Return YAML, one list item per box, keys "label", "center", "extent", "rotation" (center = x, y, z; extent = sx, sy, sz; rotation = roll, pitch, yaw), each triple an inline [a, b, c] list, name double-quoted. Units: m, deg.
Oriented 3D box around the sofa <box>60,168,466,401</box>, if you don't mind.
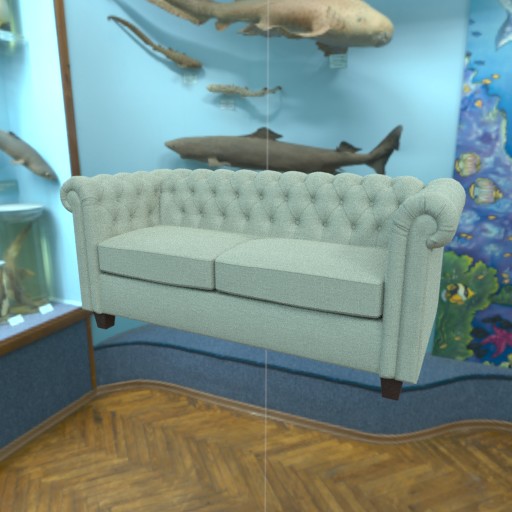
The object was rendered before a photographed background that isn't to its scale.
- label: "sofa"
  center: [0.000, 0.000, 2.191]
  extent: [1.798, 0.797, 0.783]
  rotation: [7, 16, 26]
